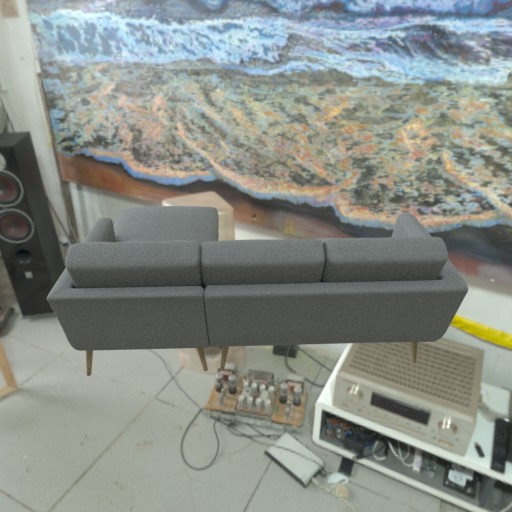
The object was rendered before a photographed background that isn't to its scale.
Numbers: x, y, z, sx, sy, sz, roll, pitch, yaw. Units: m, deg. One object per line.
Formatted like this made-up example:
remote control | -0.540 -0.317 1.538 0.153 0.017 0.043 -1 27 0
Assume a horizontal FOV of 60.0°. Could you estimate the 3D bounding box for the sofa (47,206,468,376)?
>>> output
sofa | 0.000 0.000 2.825 2.040 0.860 1.530 -1 29 -2
